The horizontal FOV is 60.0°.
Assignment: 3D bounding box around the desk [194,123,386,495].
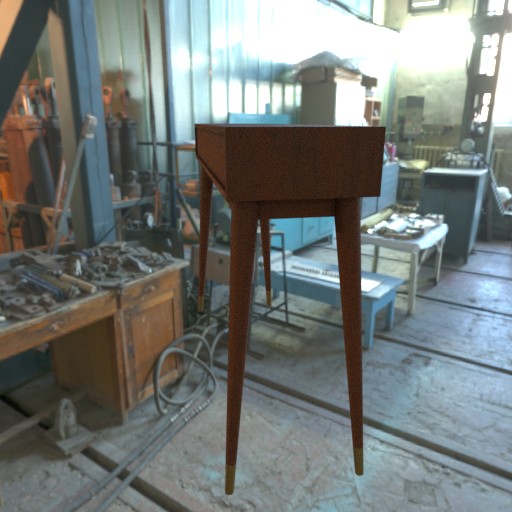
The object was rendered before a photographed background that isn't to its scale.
[{"bbox_3d":[0.000,0.000,1.613,0.384,0.917,1.204,-3,17,-10],"label":"desk"}]
